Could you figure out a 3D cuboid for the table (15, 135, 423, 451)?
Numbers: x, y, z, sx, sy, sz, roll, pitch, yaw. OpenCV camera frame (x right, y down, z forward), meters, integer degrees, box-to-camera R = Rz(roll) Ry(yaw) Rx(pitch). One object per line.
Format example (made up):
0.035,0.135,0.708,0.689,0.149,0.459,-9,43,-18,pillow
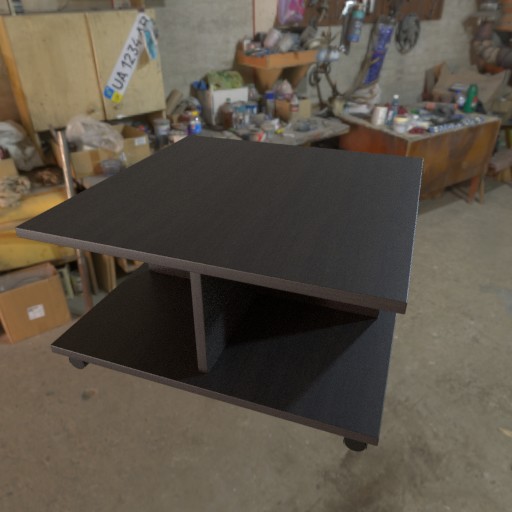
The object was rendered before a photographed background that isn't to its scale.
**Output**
0.000,0.000,1.190,0.762,0.396,0.762,10,31,17,table
